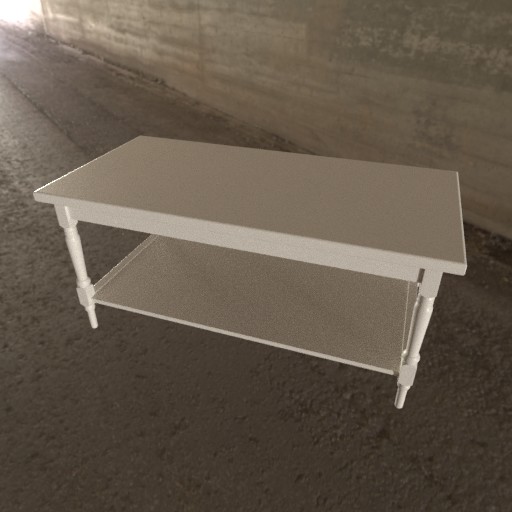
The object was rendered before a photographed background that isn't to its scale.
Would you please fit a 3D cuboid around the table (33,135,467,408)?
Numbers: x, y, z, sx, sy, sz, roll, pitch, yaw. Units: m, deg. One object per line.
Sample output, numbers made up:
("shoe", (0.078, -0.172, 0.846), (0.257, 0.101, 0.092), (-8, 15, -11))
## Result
("table", (0.000, 0.000, 1.414), (1.107, 0.510, 0.550), (11, 34, 16))
